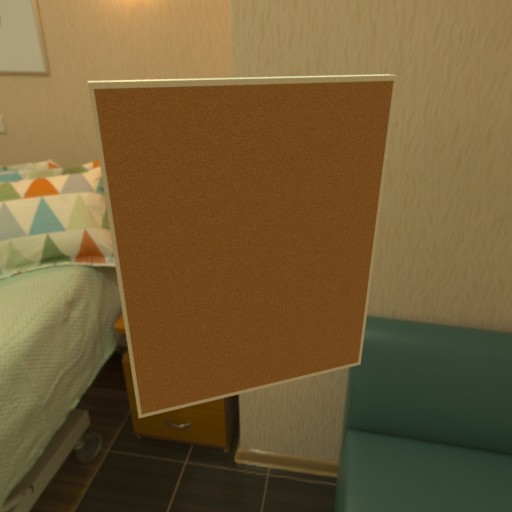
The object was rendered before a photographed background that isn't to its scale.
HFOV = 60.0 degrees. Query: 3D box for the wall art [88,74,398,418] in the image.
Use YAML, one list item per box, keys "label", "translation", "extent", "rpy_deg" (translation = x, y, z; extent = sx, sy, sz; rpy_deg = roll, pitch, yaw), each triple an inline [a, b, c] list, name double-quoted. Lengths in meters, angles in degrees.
- label: "wall art"
  translation: [0.000, 0.000, 0.734]
  extent: [0.443, 0.549, 0.030]
  rpy_deg: [-8, 27, -17]
